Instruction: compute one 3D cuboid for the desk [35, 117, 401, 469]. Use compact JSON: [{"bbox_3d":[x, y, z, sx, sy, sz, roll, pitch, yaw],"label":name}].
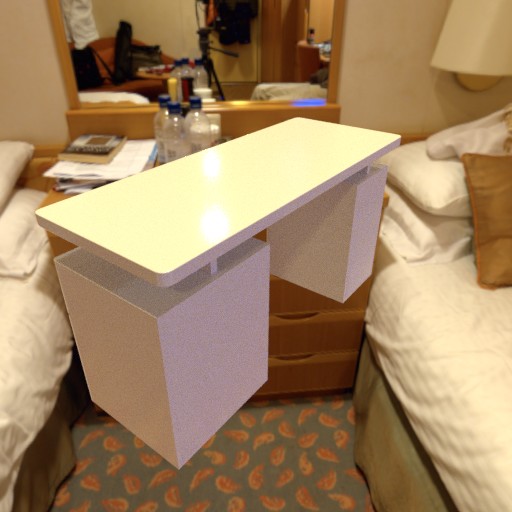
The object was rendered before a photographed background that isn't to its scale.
[{"bbox_3d":[0.000,0.000,1.797,0.550,0.762,1.400,21,37,31],"label":"desk"}]
